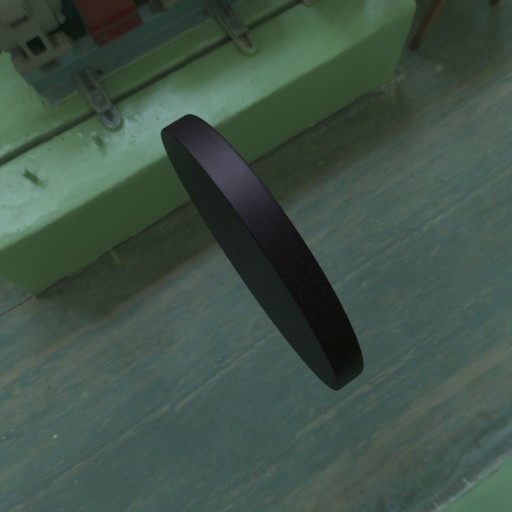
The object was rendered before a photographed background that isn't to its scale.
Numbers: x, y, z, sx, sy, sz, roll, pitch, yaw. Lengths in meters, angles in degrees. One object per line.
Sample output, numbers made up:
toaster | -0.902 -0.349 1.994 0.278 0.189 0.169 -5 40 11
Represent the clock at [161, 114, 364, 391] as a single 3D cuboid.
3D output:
clock | 0.000 0.000 0.469 0.029 0.314 0.314 -34 79 -7
